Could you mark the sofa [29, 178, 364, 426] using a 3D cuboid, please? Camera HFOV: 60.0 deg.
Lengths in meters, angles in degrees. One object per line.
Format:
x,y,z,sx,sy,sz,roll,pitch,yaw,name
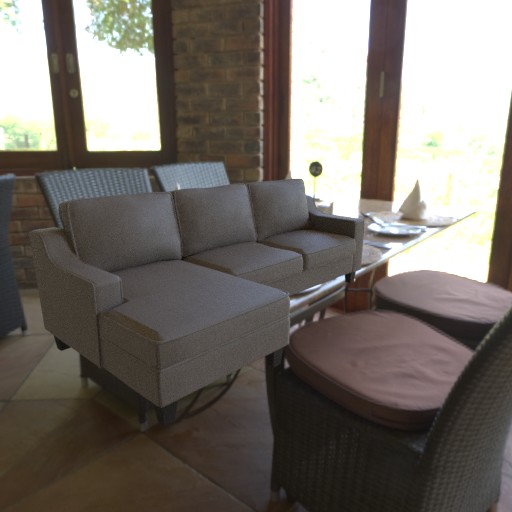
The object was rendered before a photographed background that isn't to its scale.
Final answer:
0.000,0.000,3.155,1.294,0.928,2.561,13,20,42,sofa
